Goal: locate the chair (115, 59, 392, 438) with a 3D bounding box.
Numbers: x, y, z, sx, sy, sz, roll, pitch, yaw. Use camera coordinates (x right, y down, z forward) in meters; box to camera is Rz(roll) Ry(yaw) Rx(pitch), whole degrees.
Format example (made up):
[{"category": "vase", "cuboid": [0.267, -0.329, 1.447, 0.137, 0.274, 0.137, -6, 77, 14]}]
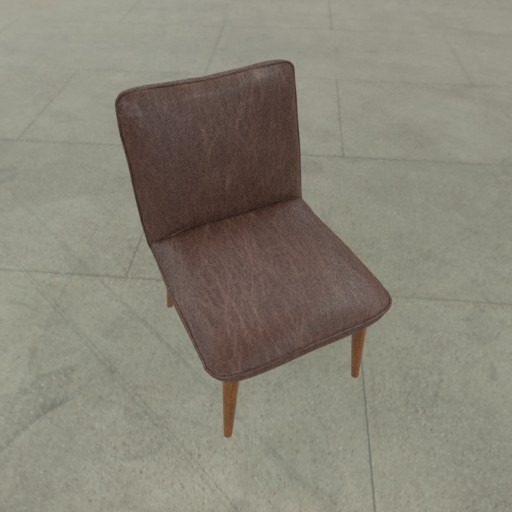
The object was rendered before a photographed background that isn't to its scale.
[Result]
[{"category": "chair", "cuboid": [0.000, 0.000, 1.225, 0.543, 0.803, 0.645, -23, 50, -21]}]
